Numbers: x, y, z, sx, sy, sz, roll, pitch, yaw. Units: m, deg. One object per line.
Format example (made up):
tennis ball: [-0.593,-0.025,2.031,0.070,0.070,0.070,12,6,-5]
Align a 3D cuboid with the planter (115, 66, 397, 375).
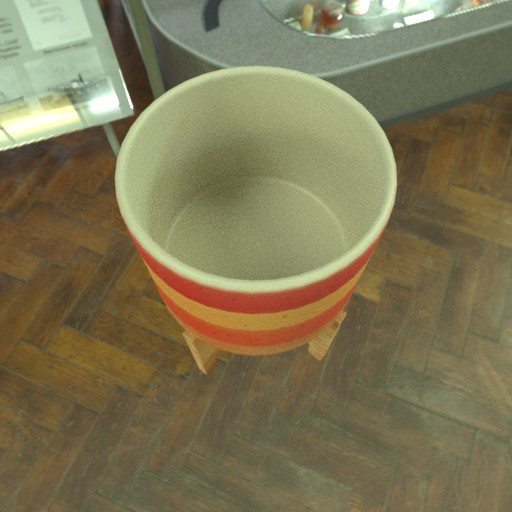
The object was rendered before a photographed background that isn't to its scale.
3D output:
planter: [0.000,0.000,0.571,0.269,0.379,0.269,0,63,0]
